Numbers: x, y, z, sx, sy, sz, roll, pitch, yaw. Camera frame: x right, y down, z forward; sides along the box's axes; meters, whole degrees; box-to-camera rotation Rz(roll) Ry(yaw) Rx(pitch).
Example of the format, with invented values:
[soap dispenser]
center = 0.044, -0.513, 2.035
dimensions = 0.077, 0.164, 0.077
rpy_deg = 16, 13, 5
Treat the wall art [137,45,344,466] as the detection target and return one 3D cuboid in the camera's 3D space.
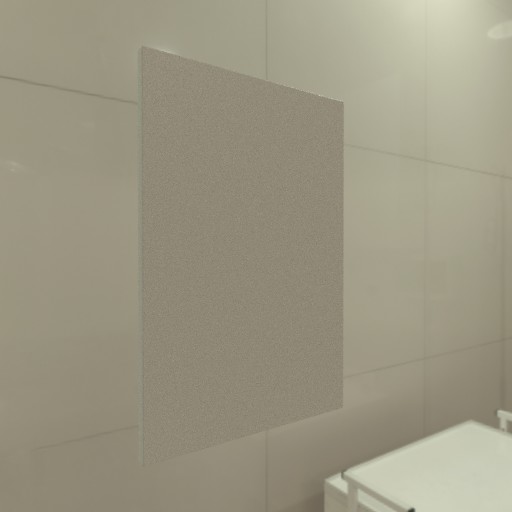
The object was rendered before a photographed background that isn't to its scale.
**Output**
[wall art]
center = 0.000, 0.000, 1.492
dimensions = 0.808, 1.183, 0.038
rpy_deg = 0, 1, -36
